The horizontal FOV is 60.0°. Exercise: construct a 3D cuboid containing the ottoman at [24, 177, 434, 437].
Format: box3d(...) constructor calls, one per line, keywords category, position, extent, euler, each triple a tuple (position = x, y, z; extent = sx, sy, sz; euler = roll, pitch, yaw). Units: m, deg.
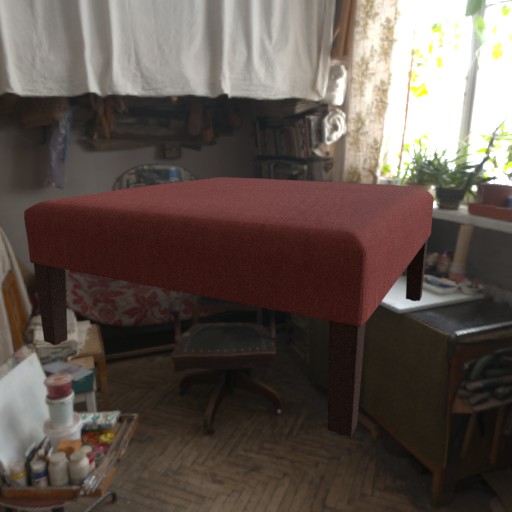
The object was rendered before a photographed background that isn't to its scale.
box3d(category="ottoman", position=(0.000, 0.000, 1.349), extent=(0.889, 0.411, 0.890), euler=(8, 17, 27))
